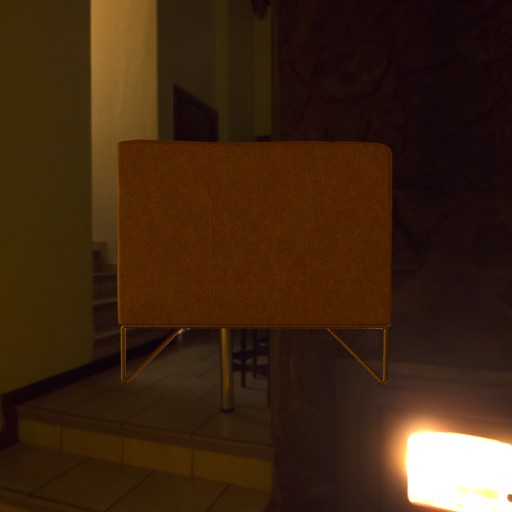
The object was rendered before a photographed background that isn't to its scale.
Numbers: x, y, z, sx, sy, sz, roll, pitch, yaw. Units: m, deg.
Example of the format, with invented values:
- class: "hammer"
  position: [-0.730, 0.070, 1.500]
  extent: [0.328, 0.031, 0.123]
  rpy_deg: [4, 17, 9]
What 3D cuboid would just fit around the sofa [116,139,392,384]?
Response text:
- class: "sofa"
  position: [0.000, 0.000, 2.461]
  extent: [0.912, 0.798, 2.079]
  rpy_deg: [0, 1, 0]
